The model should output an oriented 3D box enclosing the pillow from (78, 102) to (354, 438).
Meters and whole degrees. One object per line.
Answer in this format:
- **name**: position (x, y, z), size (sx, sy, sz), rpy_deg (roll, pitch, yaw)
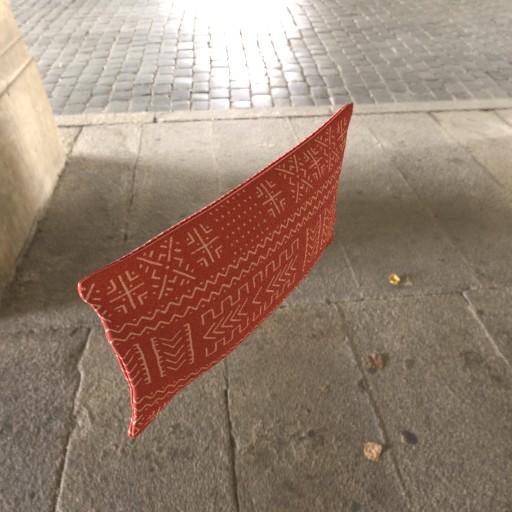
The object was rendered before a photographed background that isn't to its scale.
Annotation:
- **pillow**: position (0.000, 0.000, 0.785), size (0.130, 0.352, 0.640), rpy_deg (27, 48, 27)
